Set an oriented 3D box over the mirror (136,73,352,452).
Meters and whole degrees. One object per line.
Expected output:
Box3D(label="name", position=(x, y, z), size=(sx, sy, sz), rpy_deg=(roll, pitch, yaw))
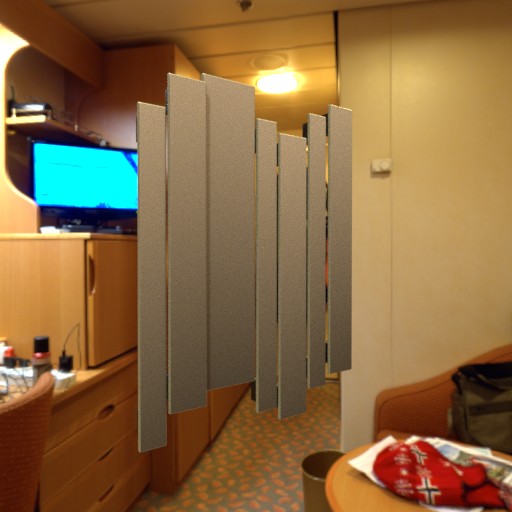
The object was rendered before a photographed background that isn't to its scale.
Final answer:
Box3D(label="mirror", position=(0.000, 0.000, 0.805), size=(0.445, 0.611, 0.058), rpy_deg=(0, 1, -35))
